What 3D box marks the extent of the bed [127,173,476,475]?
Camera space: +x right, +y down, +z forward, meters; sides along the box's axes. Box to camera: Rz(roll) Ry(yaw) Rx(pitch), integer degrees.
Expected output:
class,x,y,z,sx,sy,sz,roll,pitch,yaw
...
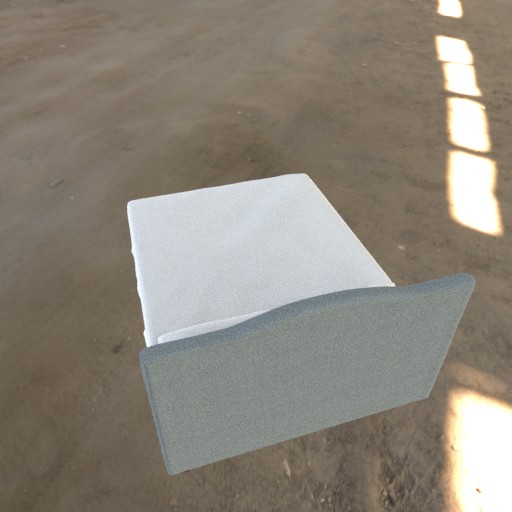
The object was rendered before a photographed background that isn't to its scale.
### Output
class,x,y,z,sx,sy,sz,roll,pitch,yaw
bed,0.000,0.000,3.876,2.161,1.457,2.689,-11,41,-13
